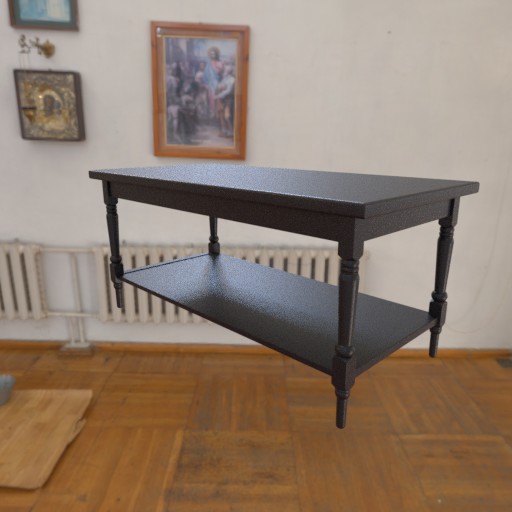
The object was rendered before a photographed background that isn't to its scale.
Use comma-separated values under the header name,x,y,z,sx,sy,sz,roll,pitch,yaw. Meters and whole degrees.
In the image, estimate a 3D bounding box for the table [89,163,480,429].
name,x,y,z,sx,sy,sz,roll,pitch,yaw
table,0.000,0.000,1.416,0.550,0.510,1.107,-15,21,-43
